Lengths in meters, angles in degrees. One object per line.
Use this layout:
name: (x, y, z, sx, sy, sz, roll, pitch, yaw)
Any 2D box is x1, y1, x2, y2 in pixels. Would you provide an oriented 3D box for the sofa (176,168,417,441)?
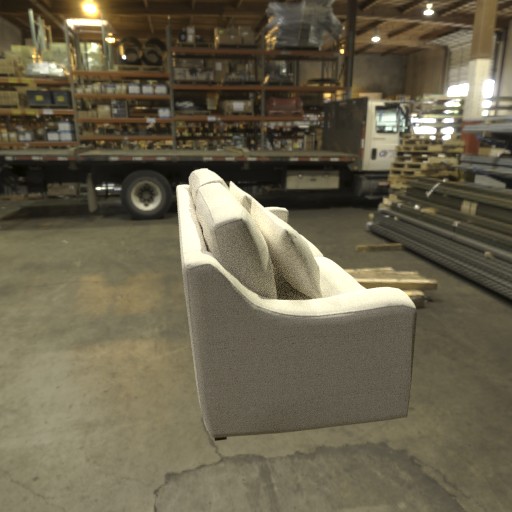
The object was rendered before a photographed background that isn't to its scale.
sofa: (0.000, 0.000, 2.989, 1.009, 1.022, 2.470, -3, 16, -10)
